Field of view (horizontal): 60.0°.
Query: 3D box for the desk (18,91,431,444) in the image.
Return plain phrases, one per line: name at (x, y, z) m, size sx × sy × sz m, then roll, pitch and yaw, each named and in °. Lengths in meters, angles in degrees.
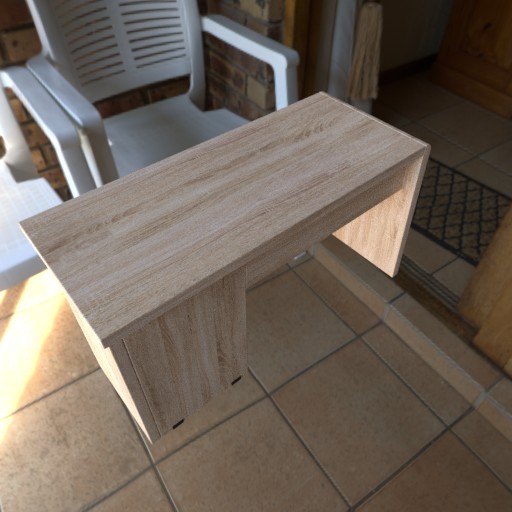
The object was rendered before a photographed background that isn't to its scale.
desk at (0.000, 0.000, 1.652) m, size 1.300 × 0.750 × 0.500 m, roll -31°, pitch 54°, yaw -26°
